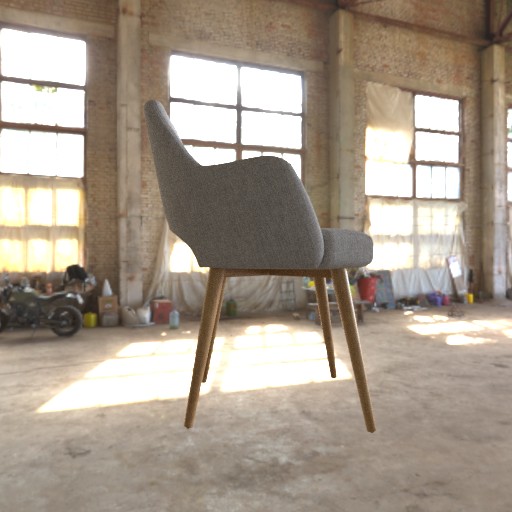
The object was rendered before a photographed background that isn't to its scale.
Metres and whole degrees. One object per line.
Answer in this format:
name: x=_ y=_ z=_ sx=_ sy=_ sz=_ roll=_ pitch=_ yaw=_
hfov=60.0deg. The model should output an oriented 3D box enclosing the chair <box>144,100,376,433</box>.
chair: x=0.000 y=0.000 z=1.279 sx=0.610 sy=0.840 sz=0.590 roll=0 pitch=0 yaw=-1
